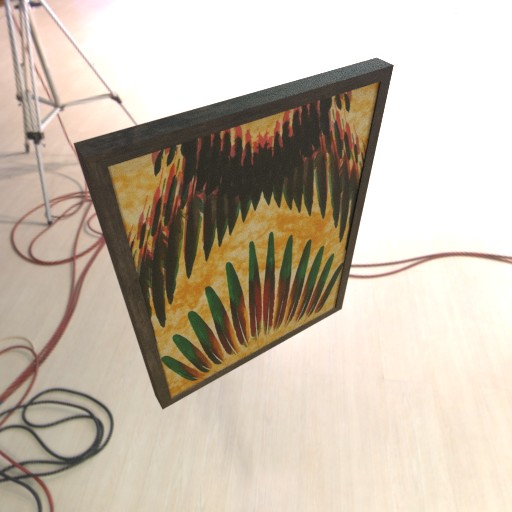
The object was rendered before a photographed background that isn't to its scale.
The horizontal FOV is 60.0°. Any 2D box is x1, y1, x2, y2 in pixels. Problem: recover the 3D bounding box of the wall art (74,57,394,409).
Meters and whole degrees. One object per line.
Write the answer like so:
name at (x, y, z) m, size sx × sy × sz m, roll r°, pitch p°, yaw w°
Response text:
wall art at (0.000, 0.000, 0.550) m, size 0.329 × 0.406 × 0.027 m, roll -25°, pitch 50°, yaw -23°
